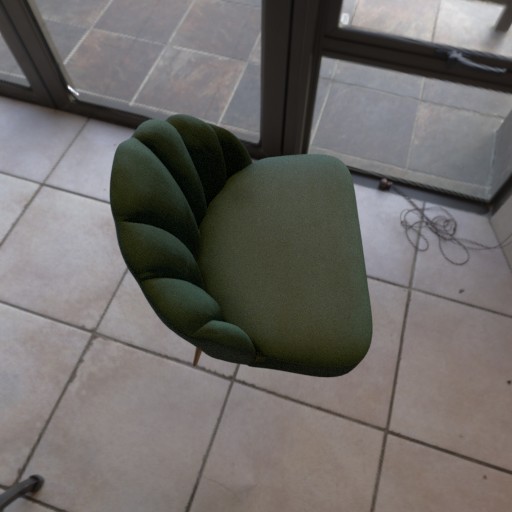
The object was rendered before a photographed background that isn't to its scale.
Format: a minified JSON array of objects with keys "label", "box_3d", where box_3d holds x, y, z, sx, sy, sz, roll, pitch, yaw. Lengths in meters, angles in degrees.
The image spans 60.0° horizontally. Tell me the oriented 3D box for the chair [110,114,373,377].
[{"label":"chair","box_3d":[0.000,0.000,1.263,0.599,0.819,0.657,0,63,0]}]
